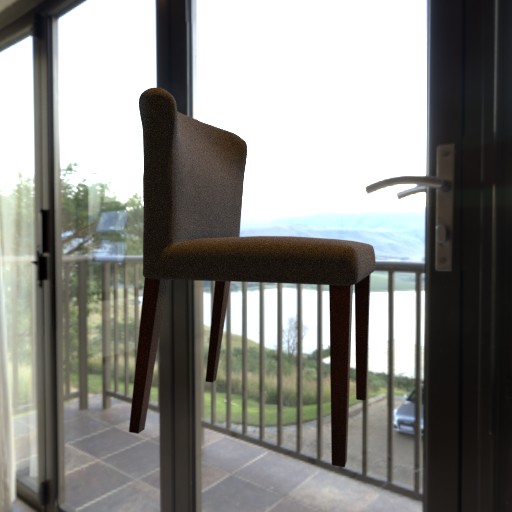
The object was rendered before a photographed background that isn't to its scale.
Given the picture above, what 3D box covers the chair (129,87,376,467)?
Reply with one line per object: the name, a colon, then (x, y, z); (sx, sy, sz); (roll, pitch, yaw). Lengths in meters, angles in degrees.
chair: (0.000, 0.000, 1.176); (0.589, 0.839, 0.491); (1, 2, 20)
